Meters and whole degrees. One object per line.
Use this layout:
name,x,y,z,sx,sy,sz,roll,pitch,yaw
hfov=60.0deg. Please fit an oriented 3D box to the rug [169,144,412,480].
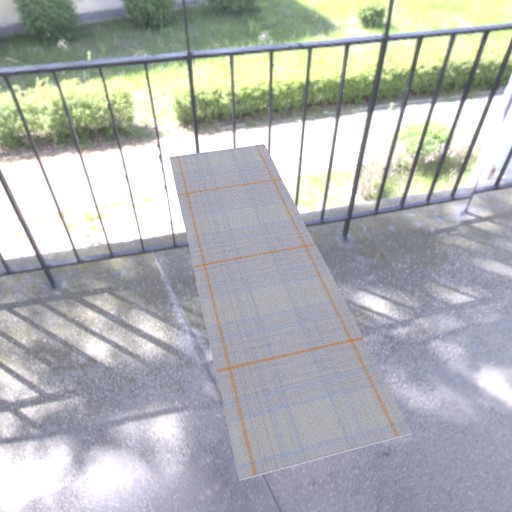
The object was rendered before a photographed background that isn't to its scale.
rug,0.000,0.000,2.685,0.770,0.016,2.442,-10,46,-10
